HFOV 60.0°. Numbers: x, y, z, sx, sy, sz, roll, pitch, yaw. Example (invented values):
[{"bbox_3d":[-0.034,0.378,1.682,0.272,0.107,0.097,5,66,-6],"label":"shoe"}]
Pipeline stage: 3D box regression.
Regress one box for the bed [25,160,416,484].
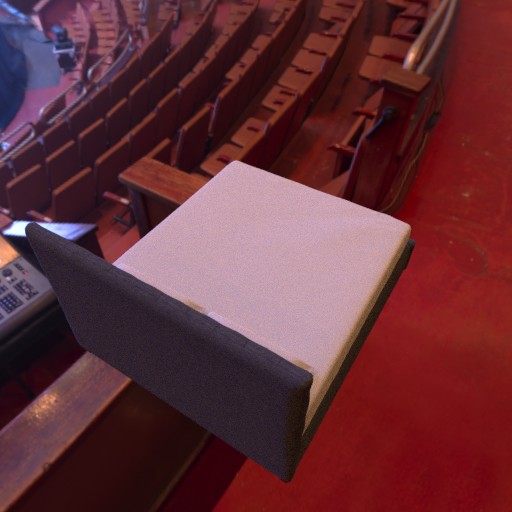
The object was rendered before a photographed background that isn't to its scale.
[{"bbox_3d":[0.000,0.000,3.630,2.078,1.427,2.387,25,51,22],"label":"bed"}]
